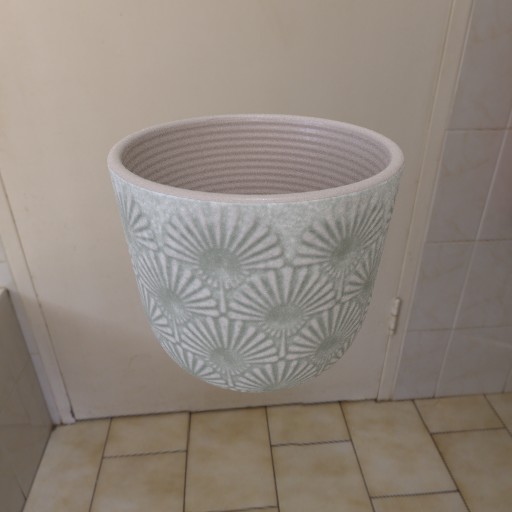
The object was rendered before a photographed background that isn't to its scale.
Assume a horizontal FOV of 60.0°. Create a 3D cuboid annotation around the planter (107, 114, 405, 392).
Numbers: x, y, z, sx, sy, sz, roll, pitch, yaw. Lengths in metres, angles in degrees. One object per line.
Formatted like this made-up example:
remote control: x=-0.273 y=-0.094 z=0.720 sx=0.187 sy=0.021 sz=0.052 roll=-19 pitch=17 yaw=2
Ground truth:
planter: x=0.000 y=0.000 z=0.299 sx=0.170 sy=0.152 sz=0.170 roll=0 pitch=30 yaw=0
